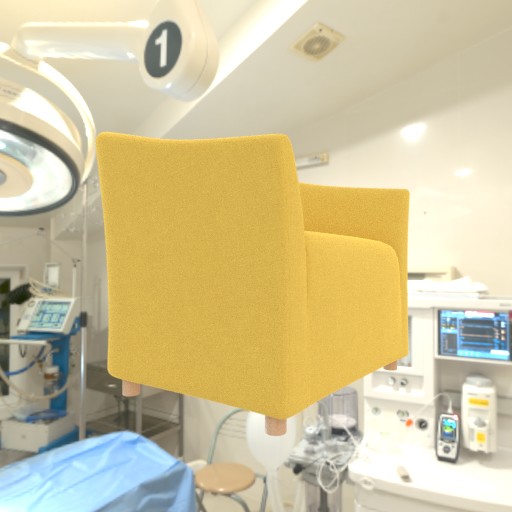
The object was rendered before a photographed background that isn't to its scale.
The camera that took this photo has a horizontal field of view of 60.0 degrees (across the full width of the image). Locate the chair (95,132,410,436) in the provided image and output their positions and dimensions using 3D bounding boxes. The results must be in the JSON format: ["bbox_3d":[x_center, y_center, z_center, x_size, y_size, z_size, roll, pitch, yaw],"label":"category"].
[{"bbox_3d":[0.000,0.000,1.329,0.700,0.720,0.790,-1,-2,36],"label":"chair"}]
